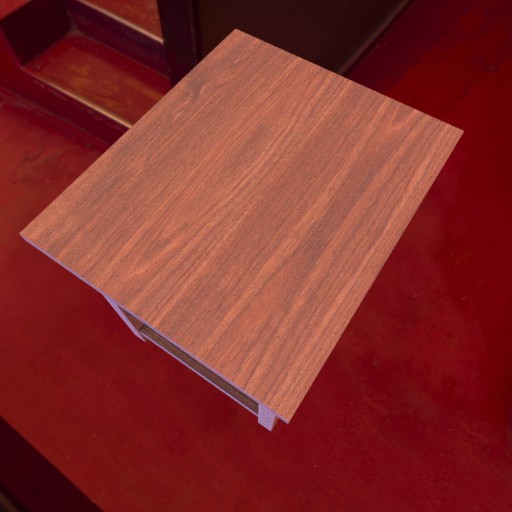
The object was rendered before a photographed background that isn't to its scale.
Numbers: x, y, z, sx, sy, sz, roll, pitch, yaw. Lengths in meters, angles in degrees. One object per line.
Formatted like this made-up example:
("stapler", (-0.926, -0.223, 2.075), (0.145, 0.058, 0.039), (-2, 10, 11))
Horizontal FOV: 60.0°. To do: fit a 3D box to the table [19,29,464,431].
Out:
("table", (0.000, 0.000, 1.115), (0.559, 0.635, 0.660), (31, 67, 15))
